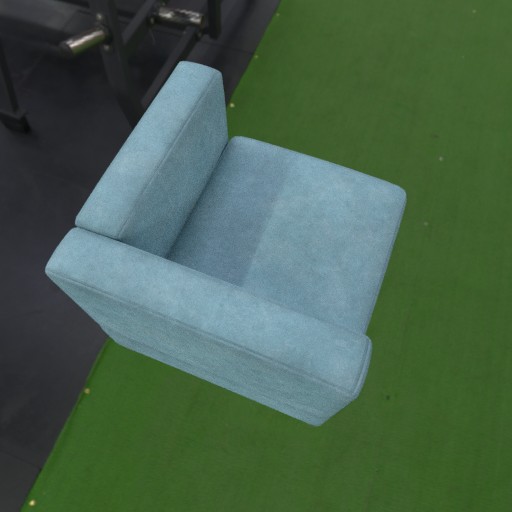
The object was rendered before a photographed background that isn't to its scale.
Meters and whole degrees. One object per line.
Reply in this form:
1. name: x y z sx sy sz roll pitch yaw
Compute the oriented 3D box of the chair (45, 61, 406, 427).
1. chair: 0.000 0.000 1.245 0.691 0.660 0.684 20 66 9
